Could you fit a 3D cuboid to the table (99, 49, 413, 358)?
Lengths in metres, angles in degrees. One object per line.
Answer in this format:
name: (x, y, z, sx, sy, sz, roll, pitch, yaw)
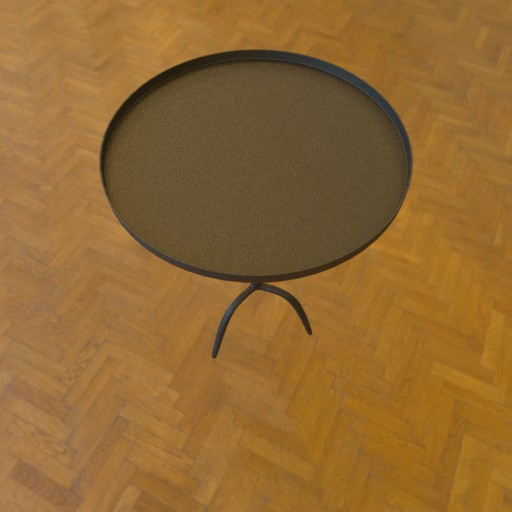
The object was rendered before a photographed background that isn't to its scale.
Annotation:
table: (0.000, 0.000, 1.017, 0.502, 0.700, 0.502, -17, 59, -10)
